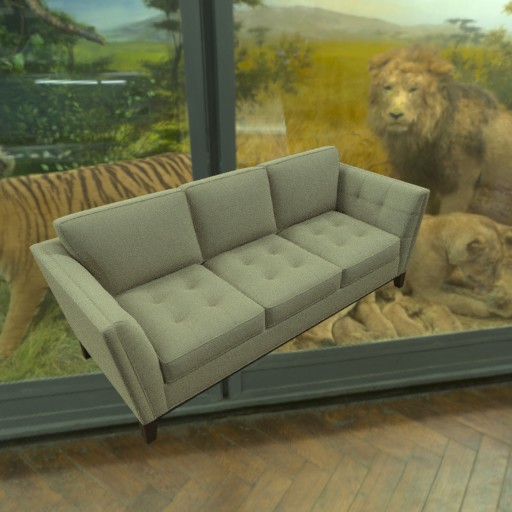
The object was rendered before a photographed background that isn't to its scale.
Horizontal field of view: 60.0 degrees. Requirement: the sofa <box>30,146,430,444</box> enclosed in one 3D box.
[{"bbox_3d":[0.000,0.000,2.875,2.388,0.940,0.965,-23,37,-34],"label":"sofa"}]
